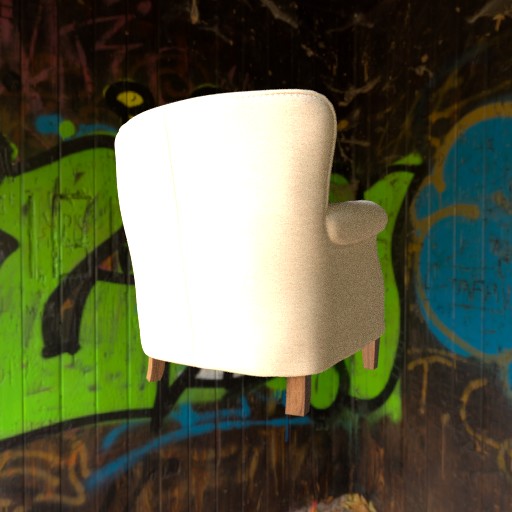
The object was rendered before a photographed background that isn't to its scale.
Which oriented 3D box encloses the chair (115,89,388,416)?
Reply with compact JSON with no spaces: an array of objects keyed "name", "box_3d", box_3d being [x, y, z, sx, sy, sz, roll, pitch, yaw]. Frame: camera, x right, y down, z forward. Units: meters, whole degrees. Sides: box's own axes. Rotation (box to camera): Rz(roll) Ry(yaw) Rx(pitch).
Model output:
[{"name":"chair","box_3d":[0.000,0.000,1.665,0.861,0.936,0.921,1,2,35]}]
